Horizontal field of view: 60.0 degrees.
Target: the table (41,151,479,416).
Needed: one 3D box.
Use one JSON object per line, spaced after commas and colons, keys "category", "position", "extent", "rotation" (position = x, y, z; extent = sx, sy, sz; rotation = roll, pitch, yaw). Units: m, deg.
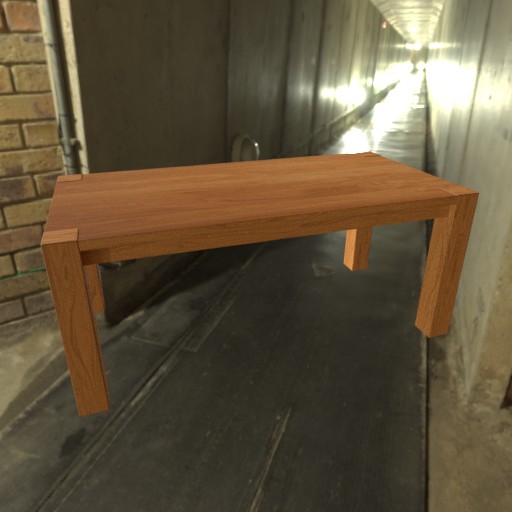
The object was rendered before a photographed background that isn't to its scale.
{"category": "table", "position": [0.000, 0.000, 2.267], "extent": [1.800, 0.760, 0.900], "rotation": [-8, 27, -17]}
